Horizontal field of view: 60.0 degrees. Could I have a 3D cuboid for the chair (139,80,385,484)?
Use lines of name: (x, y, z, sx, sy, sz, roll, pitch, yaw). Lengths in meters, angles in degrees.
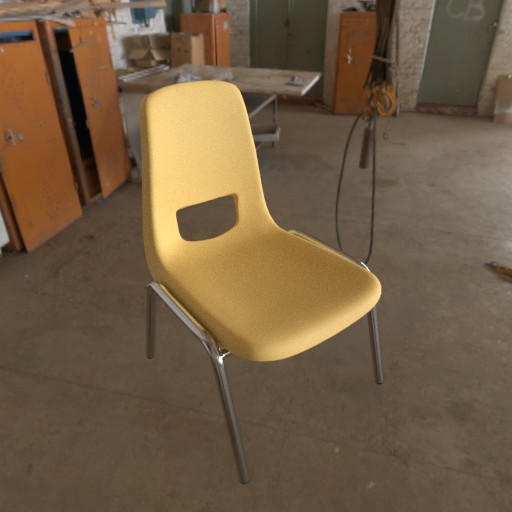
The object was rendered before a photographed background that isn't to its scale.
chair: (0.000, 0.000, 0.782, 0.354, 0.536, 0.385, -22, 36, -33)
